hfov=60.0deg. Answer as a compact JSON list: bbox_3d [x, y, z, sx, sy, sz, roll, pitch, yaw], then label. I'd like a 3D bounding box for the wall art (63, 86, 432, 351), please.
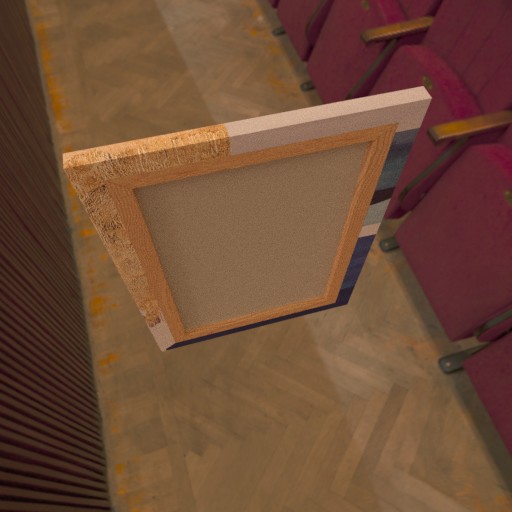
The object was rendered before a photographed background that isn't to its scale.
[{"bbox_3d":[0.000,0.000,0.801,0.458,0.613,0.026,-13,59,-8],"label":"wall art"}]
